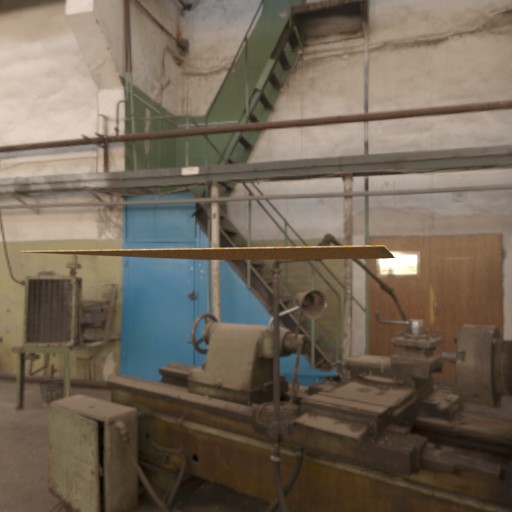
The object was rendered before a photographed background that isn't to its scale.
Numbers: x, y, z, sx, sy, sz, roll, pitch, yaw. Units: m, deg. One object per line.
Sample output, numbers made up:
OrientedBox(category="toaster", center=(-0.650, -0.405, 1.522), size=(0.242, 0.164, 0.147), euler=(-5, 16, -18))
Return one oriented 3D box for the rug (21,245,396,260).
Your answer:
OrientedBox(category="rug", center=(0.000, 0.000, 4.122), size=(2.433, 0.011, 3.037), euler=(-1, -2, 19))
